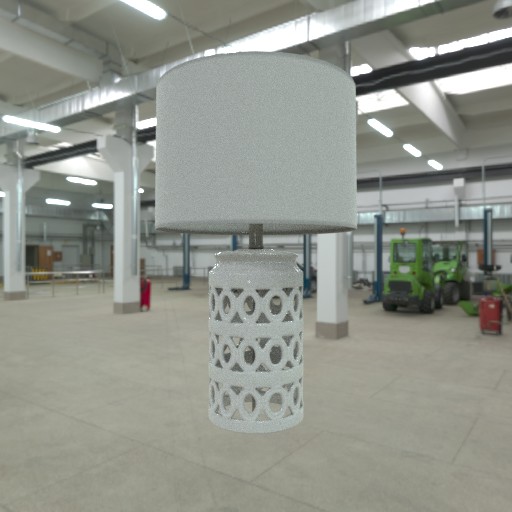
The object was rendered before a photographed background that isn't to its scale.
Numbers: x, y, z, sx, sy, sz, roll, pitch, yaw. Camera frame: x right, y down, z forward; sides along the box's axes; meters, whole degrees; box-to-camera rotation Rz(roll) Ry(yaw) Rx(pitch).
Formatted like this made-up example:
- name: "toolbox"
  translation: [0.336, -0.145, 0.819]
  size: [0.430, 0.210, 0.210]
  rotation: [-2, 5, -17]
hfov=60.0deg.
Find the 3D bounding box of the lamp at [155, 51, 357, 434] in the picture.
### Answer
- name: "lamp"
  translation: [0.000, 0.000, 0.695]
  size: [0.310, 0.502, 0.310]
  rotation: [0, 0, 0]
